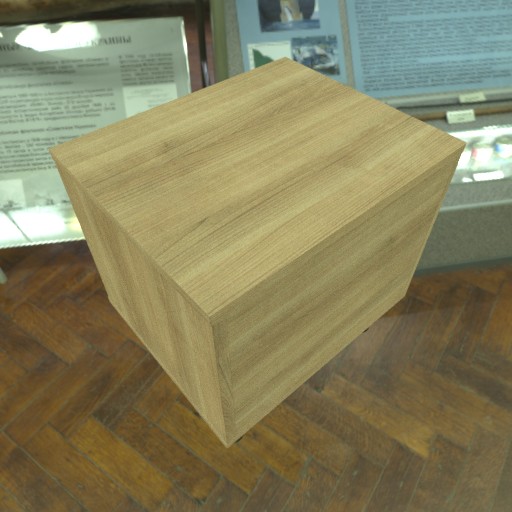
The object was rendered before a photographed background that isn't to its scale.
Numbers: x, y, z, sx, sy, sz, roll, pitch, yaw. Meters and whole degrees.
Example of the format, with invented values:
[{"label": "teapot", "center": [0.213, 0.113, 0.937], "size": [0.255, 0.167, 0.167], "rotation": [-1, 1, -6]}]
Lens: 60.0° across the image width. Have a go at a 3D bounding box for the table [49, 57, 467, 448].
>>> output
[{"label": "table", "center": [0.000, 0.000, 0.782], "size": [0.445, 0.460, 0.380], "rotation": [-33, 55, -26]}]
